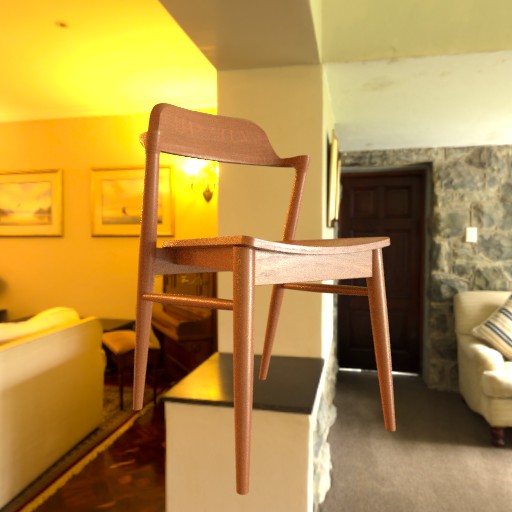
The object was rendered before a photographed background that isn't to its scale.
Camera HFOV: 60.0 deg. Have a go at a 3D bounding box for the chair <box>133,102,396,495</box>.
[{"bbox_3d":[0.000,0.000,1.077,0.496,0.801,0.499,-1,2,-37],"label":"chair"}]
